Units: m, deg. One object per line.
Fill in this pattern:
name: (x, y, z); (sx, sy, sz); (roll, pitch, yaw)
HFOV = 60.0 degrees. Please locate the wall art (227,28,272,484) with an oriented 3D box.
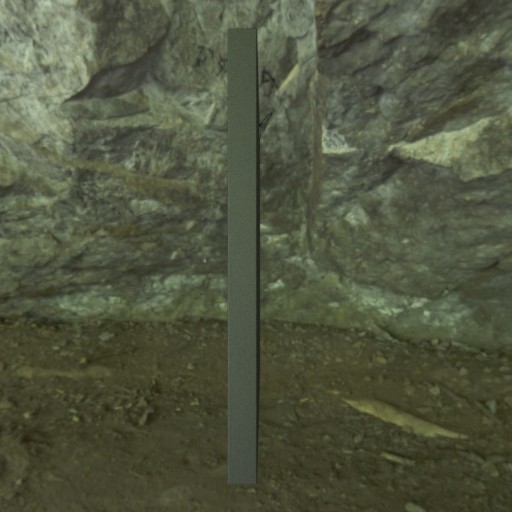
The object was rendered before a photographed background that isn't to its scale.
wall art: (0.000, 0.000, 0.513); (0.038, 0.349, 0.349); (0, 0, 1)
